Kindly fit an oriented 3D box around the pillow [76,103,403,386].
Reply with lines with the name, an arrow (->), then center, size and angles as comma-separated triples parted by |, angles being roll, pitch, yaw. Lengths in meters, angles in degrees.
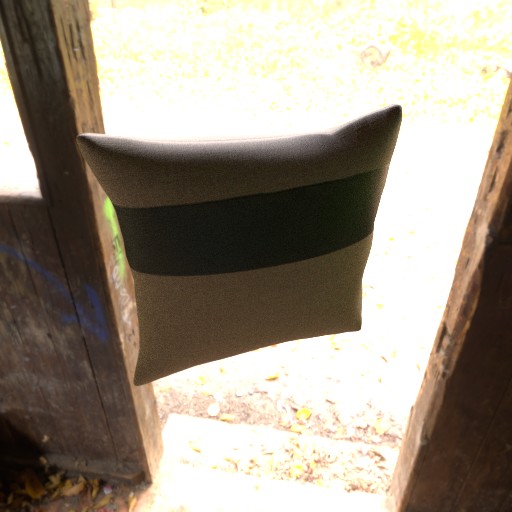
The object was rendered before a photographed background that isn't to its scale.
pillow -> 0.000, 0.000, 0.644 | 0.414, 0.399, 0.173 | -10, 34, -16
